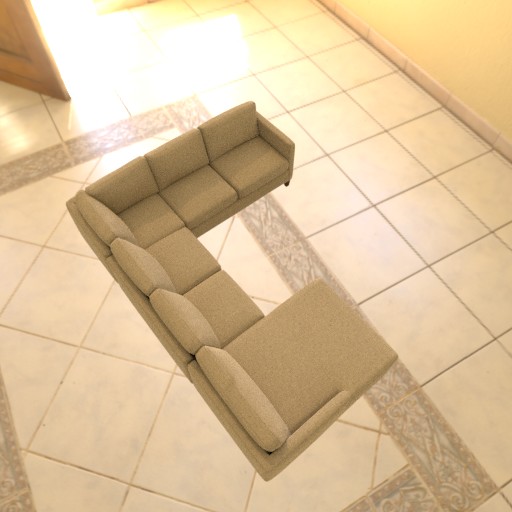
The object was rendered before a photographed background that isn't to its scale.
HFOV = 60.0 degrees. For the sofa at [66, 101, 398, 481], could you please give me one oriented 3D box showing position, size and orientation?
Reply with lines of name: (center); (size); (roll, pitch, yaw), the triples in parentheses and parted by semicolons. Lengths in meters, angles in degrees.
sofa: (0.000, 0.000, 4.707); (2.593, 0.959, 3.460); (-34, 64, -20)
